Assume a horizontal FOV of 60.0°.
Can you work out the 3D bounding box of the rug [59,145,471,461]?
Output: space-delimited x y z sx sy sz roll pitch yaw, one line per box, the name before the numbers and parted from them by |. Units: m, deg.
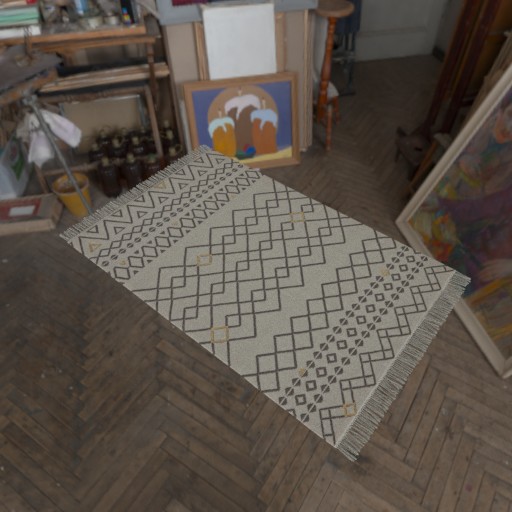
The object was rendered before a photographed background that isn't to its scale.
rug | 0.000 0.000 3.052 2.472 0.035 1.495 31 55 25
